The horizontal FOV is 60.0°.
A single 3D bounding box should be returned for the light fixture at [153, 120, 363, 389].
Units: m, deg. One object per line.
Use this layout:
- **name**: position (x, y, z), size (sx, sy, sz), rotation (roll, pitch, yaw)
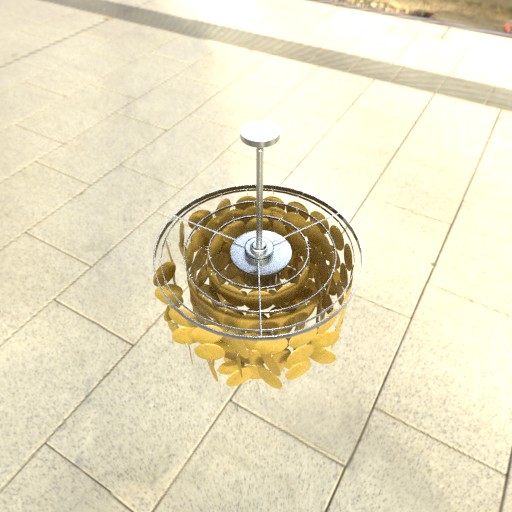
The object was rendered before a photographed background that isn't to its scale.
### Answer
- **light fixture**: position (0.000, 0.000, 0.770), size (0.368, 0.492, 0.368), rotation (0, 47, 0)
